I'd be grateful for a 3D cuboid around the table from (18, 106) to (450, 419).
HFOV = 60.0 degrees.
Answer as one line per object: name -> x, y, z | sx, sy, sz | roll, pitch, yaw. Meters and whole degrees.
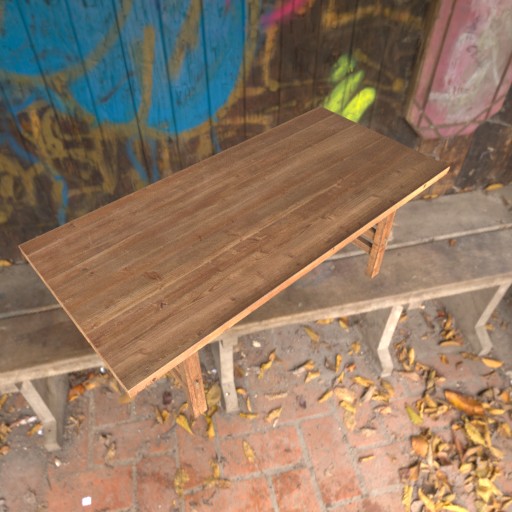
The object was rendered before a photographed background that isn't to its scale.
table -> 0.000, 0.000, 2.471 | 2.003, 0.760, 0.952 | -32, 53, -28
